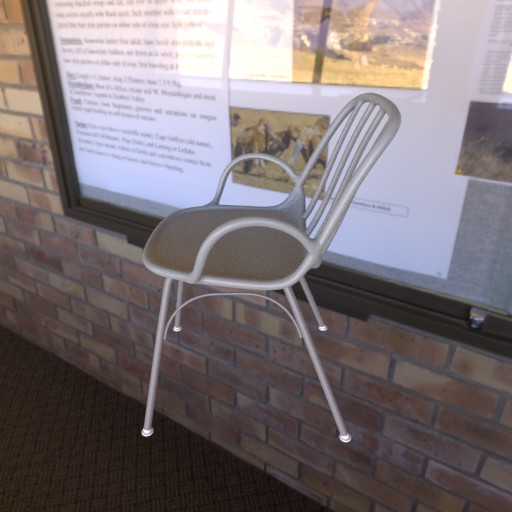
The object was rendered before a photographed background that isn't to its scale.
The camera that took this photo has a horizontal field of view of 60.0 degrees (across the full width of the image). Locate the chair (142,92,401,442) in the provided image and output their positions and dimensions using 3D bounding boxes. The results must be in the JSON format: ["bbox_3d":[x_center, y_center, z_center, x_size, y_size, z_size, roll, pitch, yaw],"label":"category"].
[{"bbox_3d":[0.000,0.000,1.193,0.597,0.816,0.549,0,27,1],"label":"chair"}]
